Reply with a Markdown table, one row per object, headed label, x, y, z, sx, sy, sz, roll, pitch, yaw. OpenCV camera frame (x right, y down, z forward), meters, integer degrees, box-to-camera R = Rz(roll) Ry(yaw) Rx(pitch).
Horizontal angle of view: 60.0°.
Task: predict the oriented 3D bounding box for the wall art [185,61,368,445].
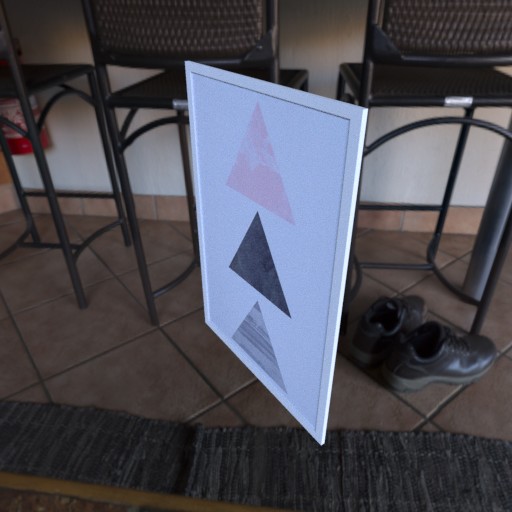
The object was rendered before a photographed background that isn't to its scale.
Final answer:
| label | x | y | z | sx | sy | sz | roll | pitch | yaw |
| --- | --- | --- | --- | --- | --- | --- | --- | --- | --- |
| wall art | 0.000 | 0.000 | 1.251 | 0.013 | 0.940 | 0.659 | -21 | 38 | -30 |
